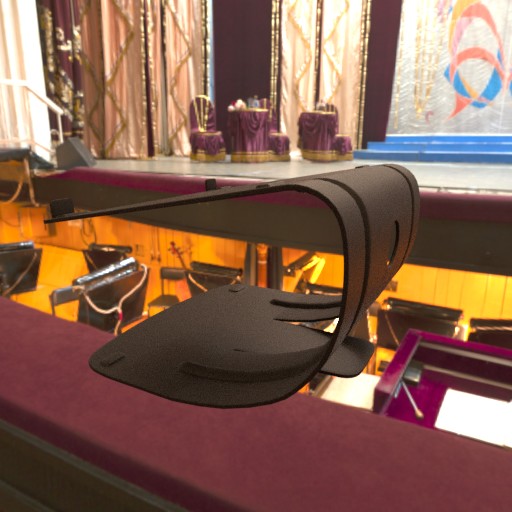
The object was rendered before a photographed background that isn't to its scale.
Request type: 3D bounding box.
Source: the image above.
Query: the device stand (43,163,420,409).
[{"bbox_3d":[0.000,0.000,0.394,0.236,0.155,0.256,8,17,27],"label":"device stand"}]
